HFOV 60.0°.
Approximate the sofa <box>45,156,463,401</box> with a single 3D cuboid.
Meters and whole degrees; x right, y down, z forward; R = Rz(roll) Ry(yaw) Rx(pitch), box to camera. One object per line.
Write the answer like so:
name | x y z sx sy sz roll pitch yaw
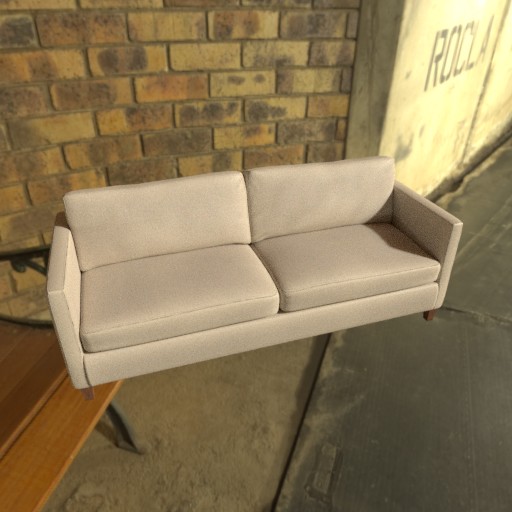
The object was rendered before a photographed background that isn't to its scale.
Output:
sofa | 0.000 0.000 2.848 2.361 0.968 0.951 -10 33 -15
